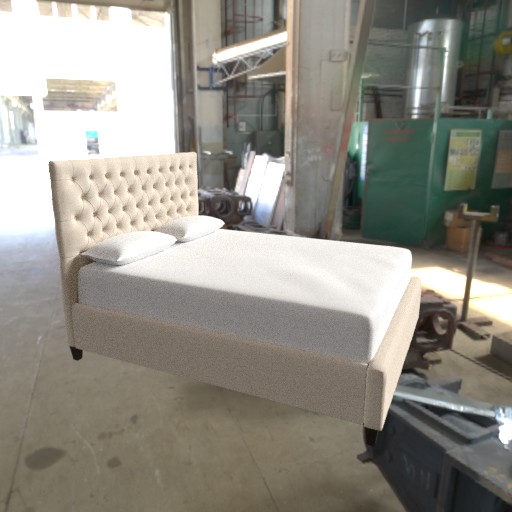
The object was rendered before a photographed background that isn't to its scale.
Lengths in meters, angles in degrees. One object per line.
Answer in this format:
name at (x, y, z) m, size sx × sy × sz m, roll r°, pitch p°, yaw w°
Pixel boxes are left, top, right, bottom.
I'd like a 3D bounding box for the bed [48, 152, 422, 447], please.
bed at (0.000, 0.000, 3.304) m, size 2.233 × 1.426 × 1.696 m, roll 7°, pitch 17°, yaw 25°
